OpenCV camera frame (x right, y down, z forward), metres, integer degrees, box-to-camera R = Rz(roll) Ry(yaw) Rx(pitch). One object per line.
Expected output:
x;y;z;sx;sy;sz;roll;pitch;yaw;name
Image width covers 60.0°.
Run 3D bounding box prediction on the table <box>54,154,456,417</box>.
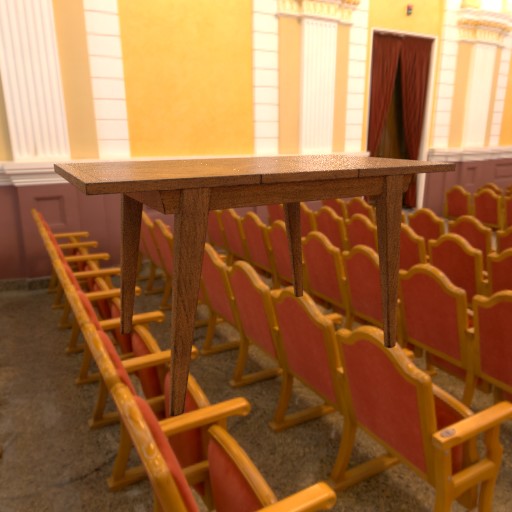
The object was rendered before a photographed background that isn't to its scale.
0.000;0.000;1.857;1.400;0.760;0.757;-9;18;-28;table
